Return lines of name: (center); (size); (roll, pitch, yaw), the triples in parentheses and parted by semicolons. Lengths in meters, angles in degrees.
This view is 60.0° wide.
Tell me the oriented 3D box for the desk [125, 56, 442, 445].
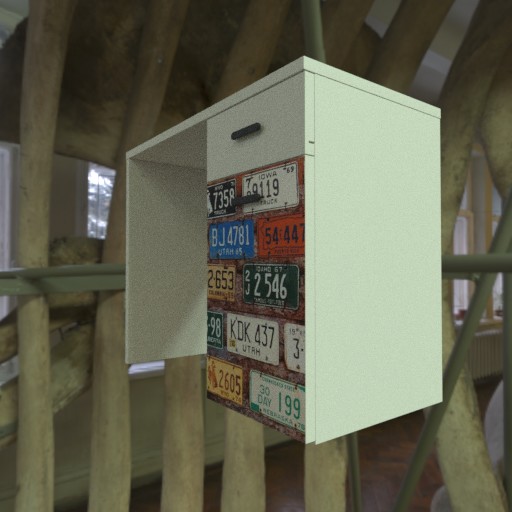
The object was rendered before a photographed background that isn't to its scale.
desk: (0.000, 0.000, 1.317); (0.482, 0.730, 0.898); (1, -1, -37)
